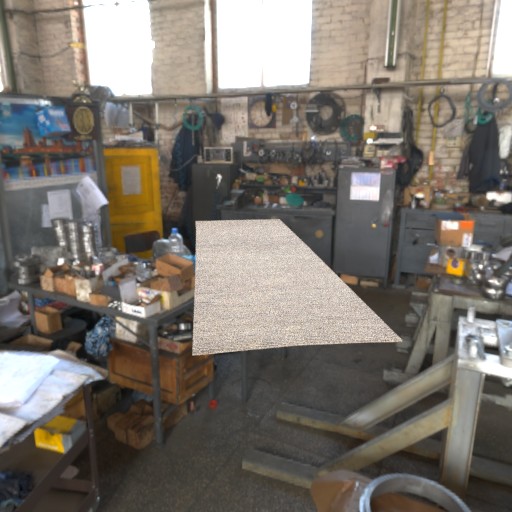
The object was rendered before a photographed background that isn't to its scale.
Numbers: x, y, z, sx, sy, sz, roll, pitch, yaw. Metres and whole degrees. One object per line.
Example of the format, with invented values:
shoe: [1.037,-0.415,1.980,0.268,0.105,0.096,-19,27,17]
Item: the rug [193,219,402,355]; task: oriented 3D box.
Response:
rug: [0.000,0.000,2.544,0.697,0.013,2.335,-2,15,-7]
